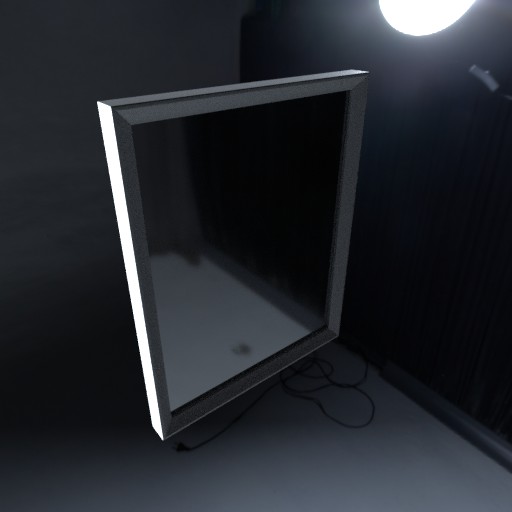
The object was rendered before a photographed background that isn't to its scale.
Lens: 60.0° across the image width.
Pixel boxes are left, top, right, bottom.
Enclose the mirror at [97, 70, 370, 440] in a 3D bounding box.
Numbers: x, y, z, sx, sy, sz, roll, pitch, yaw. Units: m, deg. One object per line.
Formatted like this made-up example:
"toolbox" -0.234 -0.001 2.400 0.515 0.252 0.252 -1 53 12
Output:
"mirror" 0.000 0.000 0.695 0.406 0.509 0.041 -22 36 -33
